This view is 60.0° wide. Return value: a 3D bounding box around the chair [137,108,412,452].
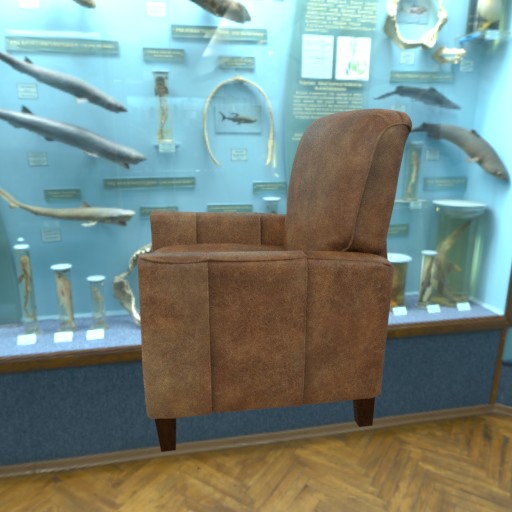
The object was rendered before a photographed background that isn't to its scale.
[{"bbox_3d":[0.000,0.000,1.666,0.836,1.043,0.843,-3,15,-10],"label":"chair"}]
